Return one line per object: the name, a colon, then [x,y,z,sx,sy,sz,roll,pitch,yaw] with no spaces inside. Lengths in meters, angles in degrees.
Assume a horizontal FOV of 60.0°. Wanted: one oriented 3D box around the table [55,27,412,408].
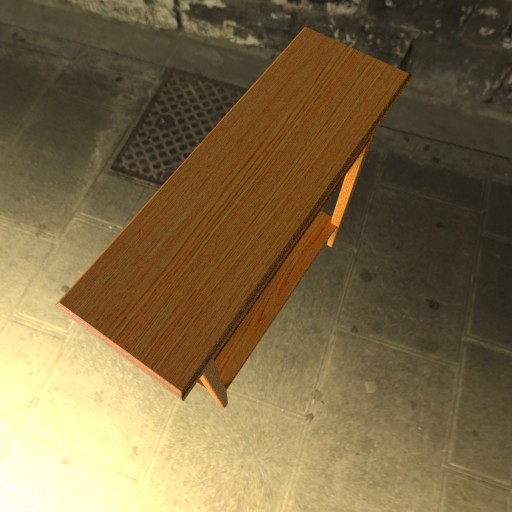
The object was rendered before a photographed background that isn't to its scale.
table: [0.000,0.000,1.116,0.254,0.711,0.762,31,69,13]
